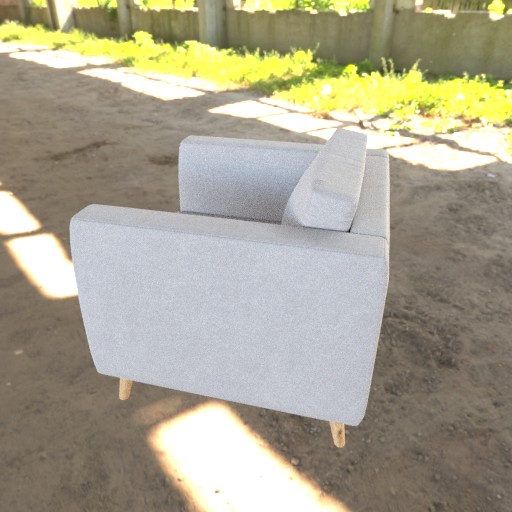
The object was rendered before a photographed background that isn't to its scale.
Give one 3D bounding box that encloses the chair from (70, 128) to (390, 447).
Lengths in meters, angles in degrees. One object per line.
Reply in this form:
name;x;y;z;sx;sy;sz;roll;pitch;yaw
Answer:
chair;0.000;0.000;1.723;0.930;0.860;1.000;7;31;13
